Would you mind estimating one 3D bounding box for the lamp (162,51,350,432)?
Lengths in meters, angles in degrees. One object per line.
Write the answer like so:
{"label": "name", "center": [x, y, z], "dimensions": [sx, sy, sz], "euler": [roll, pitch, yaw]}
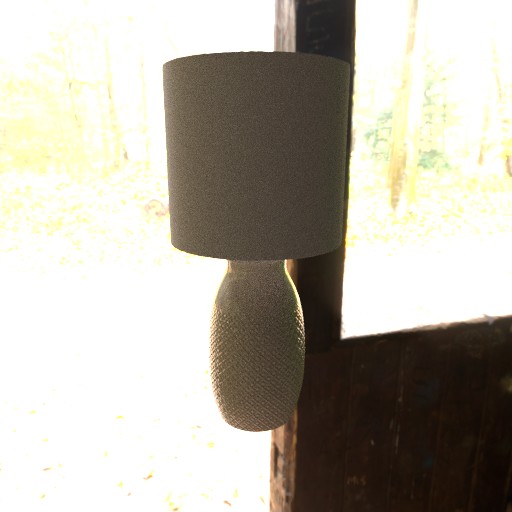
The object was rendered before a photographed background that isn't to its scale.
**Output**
{"label": "lamp", "center": [0.000, 0.000, 0.577], "dimensions": [0.217, 0.453, 0.217], "euler": [14, 20, 43]}
